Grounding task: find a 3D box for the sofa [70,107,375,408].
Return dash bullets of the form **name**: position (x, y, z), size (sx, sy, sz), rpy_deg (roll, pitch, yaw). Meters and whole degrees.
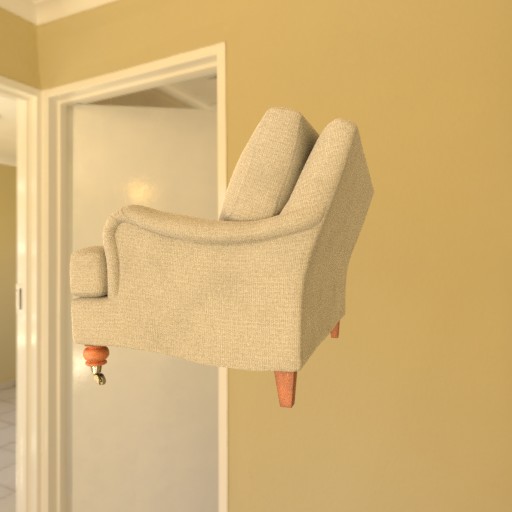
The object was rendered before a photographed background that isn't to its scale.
- **sofa**: position (0.000, 0.000, 2.191), size (1.087, 0.999, 1.480), rpy_deg (0, 0, 17)
